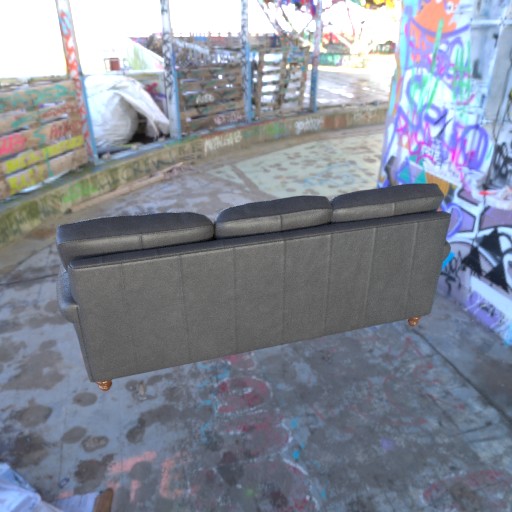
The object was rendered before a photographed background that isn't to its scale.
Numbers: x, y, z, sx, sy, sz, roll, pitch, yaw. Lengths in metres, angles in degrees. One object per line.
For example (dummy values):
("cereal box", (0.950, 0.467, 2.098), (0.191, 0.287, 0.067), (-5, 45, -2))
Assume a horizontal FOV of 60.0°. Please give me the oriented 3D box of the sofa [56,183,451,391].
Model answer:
("sofa", (0.000, 0.000, 2.914), (2.387, 0.977, 0.974), (-8, 29, -15))
